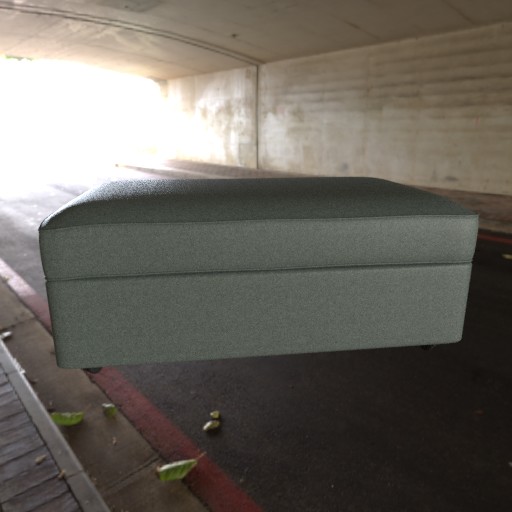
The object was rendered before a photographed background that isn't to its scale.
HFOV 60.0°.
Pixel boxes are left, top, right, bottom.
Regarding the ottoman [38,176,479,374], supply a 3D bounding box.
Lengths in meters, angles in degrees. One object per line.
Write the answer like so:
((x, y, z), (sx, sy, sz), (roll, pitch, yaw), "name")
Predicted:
((0.000, 0.000, 1.504), (1.173, 0.494, 0.681), (-2, 16, -7), "ottoman")
